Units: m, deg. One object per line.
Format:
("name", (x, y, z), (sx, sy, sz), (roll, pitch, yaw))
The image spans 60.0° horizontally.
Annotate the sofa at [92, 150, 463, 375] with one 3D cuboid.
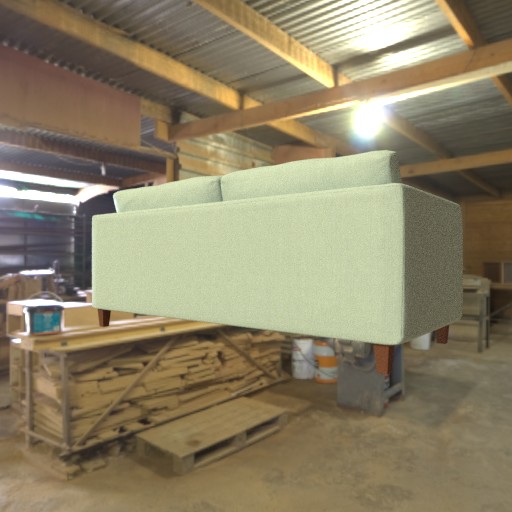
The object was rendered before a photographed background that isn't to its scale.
("sofa", (0.000, 0.000, 2.753), (2.208, 0.965, 0.951), (0, 0, 38))
